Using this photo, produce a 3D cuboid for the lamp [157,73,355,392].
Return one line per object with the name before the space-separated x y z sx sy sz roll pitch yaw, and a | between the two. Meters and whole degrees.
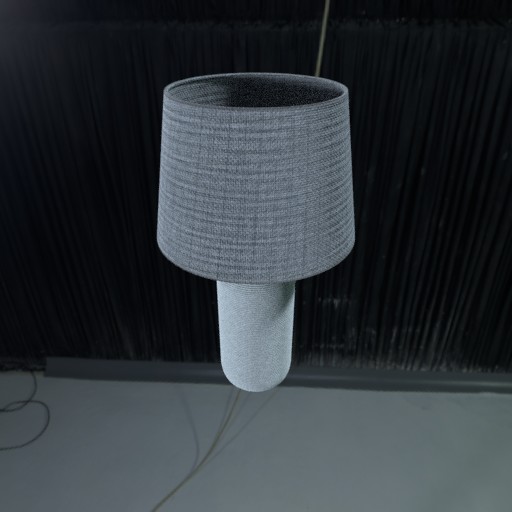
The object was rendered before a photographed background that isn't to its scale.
lamp | 0.000 0.000 0.594 0.251 0.429 0.251 0 31 0
